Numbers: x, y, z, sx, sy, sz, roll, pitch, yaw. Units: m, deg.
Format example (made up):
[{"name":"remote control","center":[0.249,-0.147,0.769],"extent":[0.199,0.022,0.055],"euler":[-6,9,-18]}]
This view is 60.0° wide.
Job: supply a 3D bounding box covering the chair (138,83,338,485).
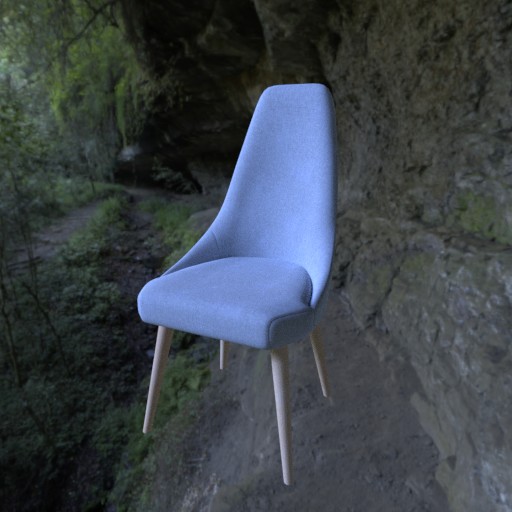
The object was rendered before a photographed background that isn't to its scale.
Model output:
[{"name":"chair","center":[0.000,0.000,1.366],"extent":[0.510,1.040,0.660],"euler":[8,18,25]}]
